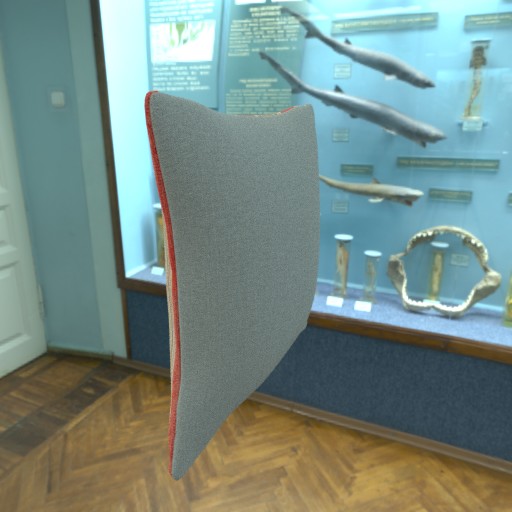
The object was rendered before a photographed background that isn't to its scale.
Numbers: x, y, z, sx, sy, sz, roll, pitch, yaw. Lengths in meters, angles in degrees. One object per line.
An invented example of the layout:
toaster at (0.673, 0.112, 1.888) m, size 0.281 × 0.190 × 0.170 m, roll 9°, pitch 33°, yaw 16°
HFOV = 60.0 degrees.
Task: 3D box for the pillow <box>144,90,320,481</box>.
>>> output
pillow at (0.000, 0.000, 0.625) m, size 0.136 × 0.419 × 0.437 m, roll 8°, pitch 19°, yaw 25°
